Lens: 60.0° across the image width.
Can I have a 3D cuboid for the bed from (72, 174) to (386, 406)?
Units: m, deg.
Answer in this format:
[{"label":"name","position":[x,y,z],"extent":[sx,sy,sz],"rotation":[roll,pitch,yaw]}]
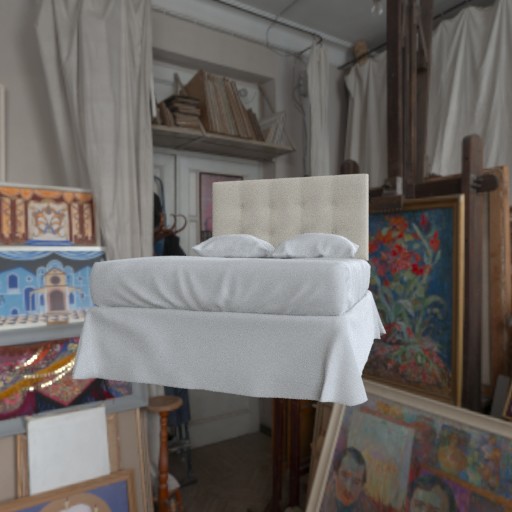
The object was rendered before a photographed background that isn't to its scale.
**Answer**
[{"label":"bed","position":[0.000,0.000,3.569],"extent":[1.936,1.577,2.222],"rotation":[0,0,18]}]
